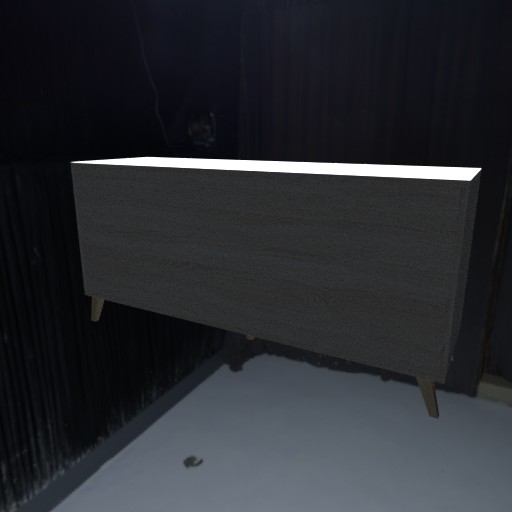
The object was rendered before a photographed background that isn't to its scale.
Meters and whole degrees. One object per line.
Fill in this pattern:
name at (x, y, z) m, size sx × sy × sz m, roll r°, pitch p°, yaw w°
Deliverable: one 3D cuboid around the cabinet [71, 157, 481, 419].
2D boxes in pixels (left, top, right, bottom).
cabinet at (0.000, 0.000, 1.937) m, size 1.649 × 0.780 × 0.500 m, roll 8°, pitch 18°, yaw 28°
